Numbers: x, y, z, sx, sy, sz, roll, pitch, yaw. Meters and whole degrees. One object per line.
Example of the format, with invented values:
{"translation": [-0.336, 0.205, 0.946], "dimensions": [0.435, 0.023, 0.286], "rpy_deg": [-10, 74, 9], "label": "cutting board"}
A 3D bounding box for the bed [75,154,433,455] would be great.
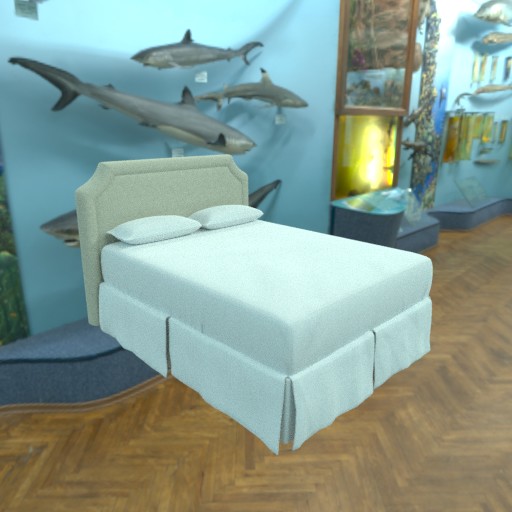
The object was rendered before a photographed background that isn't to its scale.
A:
{"translation": [0.000, 0.000, 3.212], "dimensions": [1.693, 1.290, 2.116], "rpy_deg": [-16, 23, -42], "label": "bed"}
